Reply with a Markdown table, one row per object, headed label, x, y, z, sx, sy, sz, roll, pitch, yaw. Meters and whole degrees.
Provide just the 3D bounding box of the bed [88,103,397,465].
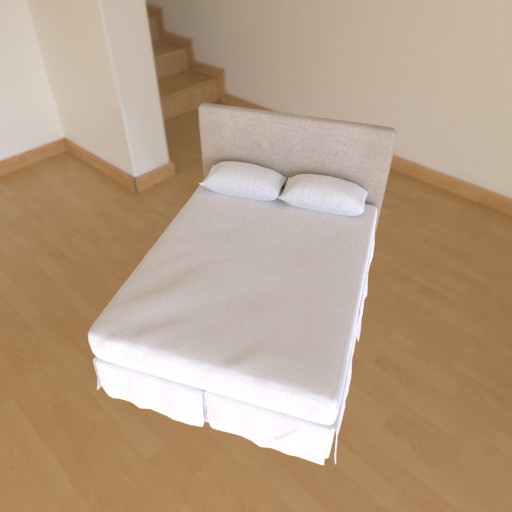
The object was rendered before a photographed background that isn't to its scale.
| label | x | y | z | sx | sy | sz | roll | pitch | yaw |
| --- | --- | --- | --- | --- | --- | --- | --- | --- | --- |
| bed | 0.000 | 0.000 | 3.281 | 1.713 | 1.330 | 2.162 | 12 | 42 | 13 |
